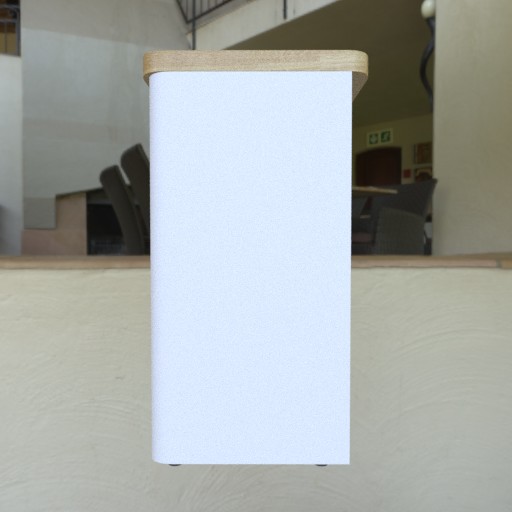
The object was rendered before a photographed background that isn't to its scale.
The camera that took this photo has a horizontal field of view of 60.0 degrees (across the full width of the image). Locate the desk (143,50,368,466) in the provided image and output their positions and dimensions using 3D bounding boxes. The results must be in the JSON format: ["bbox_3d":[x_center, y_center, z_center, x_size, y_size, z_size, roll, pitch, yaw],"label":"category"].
[{"bbox_3d":[0.000,0.000,1.217,0.440,0.790,0.760,0,2,0],"label":"desk"}]
